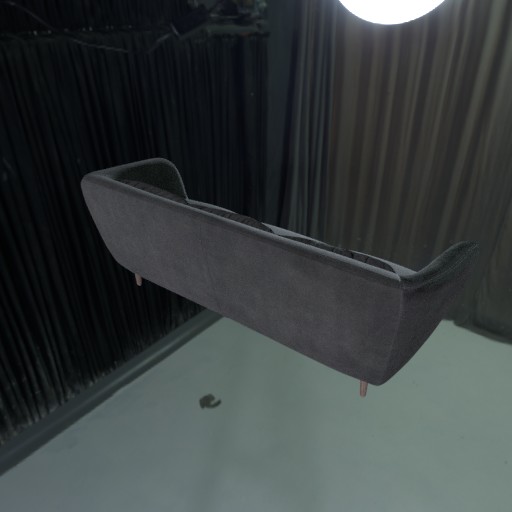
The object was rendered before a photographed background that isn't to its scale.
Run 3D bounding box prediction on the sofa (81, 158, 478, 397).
[{"bbox_3d":[0.000,0.000,2.702,2.296,0.875,0.956,21,36,31],"label":"sofa"}]
